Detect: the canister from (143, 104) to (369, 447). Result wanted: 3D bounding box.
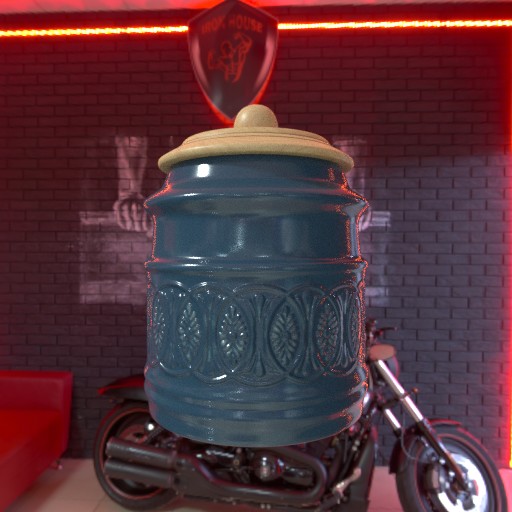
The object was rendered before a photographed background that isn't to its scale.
[{"bbox_3d":[0.000,0.000,0.263,0.130,0.176,0.130,0,1,0],"label":"canister"}]
